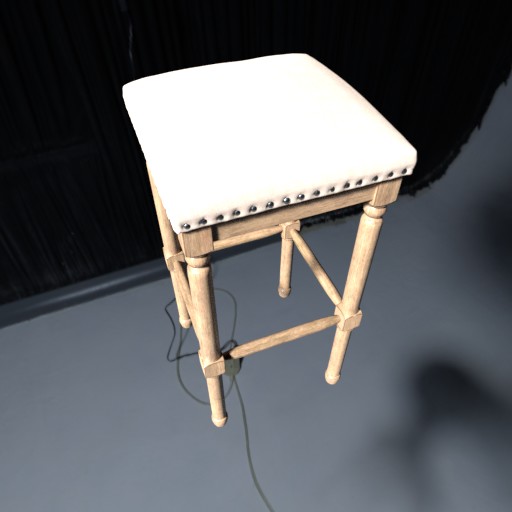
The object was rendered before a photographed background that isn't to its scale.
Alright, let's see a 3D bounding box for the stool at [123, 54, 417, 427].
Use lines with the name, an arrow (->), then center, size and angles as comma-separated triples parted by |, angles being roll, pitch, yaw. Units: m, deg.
stool -> 0.000, 0.000, 0.974 | 0.382, 0.768, 0.383 | -16, 48, -14
